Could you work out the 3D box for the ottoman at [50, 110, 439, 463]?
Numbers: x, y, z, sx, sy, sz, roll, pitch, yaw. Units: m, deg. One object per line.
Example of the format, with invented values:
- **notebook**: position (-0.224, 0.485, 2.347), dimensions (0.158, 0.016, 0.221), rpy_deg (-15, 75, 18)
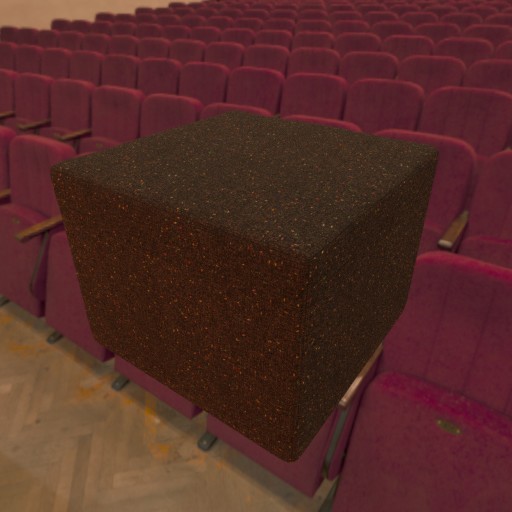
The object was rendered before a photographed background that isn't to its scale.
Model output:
- **ottoman**: position (0.000, 0.000, 0.876), dimensions (0.508, 0.432, 0.508), rpy_deg (21, 37, 30)
